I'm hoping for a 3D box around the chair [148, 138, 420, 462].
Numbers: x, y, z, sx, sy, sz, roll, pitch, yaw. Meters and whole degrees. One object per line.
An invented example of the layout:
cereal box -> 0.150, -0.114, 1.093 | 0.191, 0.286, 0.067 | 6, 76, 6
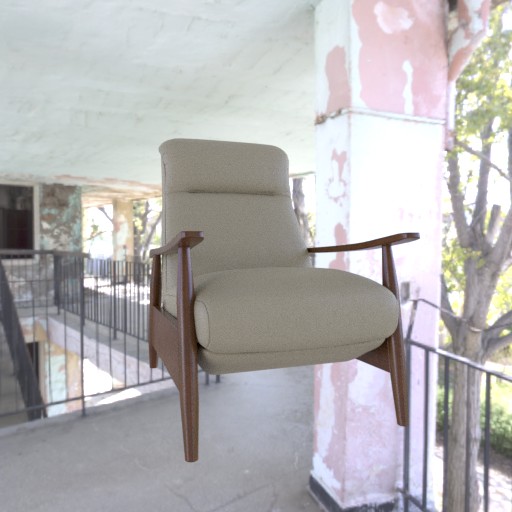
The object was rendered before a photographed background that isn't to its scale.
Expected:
chair -> 0.000, 0.000, 1.757 | 0.762, 1.082, 1.014 | -1, 2, -19
